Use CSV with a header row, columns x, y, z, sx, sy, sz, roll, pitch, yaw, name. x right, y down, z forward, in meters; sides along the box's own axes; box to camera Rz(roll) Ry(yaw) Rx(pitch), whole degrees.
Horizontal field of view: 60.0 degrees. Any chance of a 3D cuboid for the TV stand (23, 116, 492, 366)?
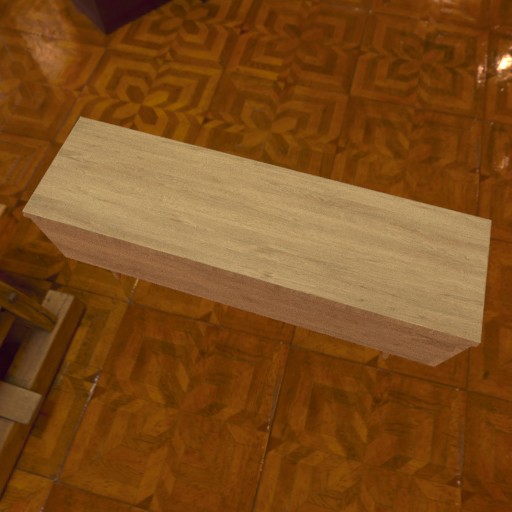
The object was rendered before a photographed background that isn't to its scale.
x,y,z,sx,sy,sz,roll,pitch,yaw,name
0.000,0.000,1.544,1.313,0.565,0.401,16,66,7,TV stand
